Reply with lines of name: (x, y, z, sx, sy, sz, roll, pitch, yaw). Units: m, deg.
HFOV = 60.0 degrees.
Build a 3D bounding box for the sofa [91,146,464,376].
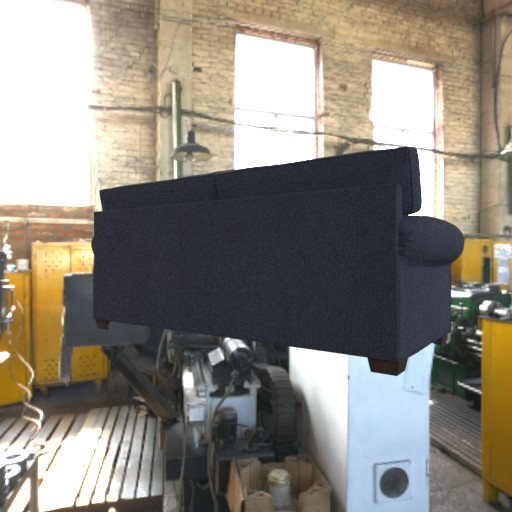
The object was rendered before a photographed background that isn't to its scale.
sofa: (0.000, 0.000, 2.888, 2.391, 1.026, 0.954, 0, 0, 36)
